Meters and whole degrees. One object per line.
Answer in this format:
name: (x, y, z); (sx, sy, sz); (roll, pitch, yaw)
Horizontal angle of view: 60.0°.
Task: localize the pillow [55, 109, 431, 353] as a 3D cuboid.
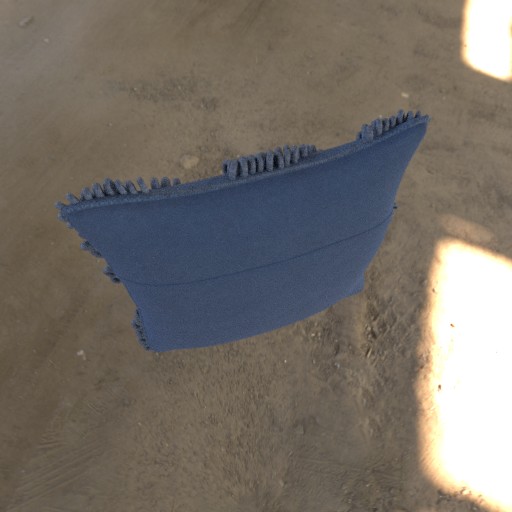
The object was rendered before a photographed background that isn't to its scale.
pillow: (0.000, 0.000, 0.710); (0.469, 0.466, 0.172); (-16, 60, -9)
